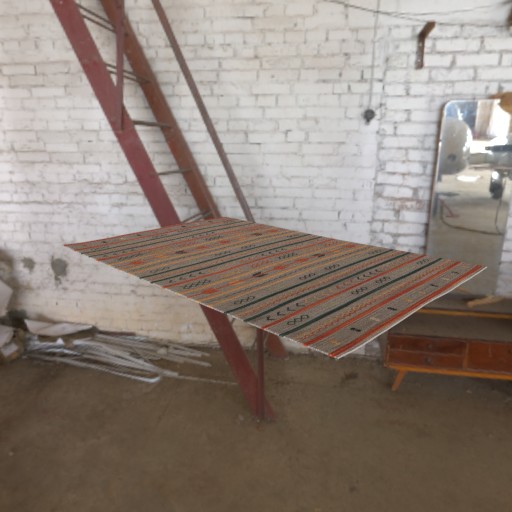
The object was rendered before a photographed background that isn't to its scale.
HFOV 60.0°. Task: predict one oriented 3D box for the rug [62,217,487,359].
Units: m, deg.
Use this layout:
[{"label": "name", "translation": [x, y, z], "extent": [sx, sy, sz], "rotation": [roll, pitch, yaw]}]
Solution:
[{"label": "rug", "translation": [0.000, 0.000, 2.267], "extent": [1.835, 0.017, 1.220], "rotation": [15, 21, 42]}]
